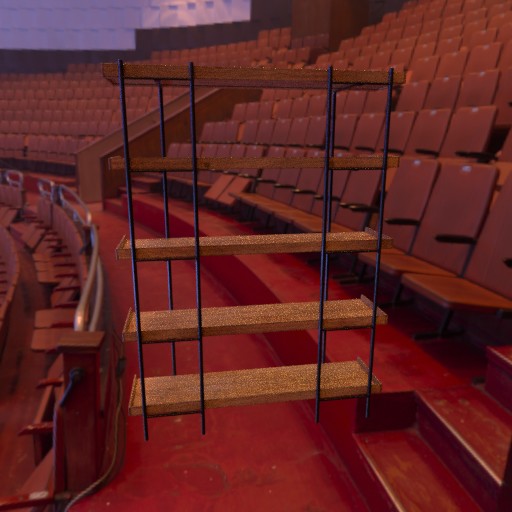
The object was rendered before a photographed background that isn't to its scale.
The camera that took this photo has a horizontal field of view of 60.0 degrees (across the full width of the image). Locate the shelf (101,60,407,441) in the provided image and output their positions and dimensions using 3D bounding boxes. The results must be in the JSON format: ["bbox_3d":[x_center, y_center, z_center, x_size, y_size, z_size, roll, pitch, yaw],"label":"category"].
[{"bbox_3d":[0.000,0.000,2.343,1.371,1.826,0.379,-2,14,-9],"label":"shelf"}]
